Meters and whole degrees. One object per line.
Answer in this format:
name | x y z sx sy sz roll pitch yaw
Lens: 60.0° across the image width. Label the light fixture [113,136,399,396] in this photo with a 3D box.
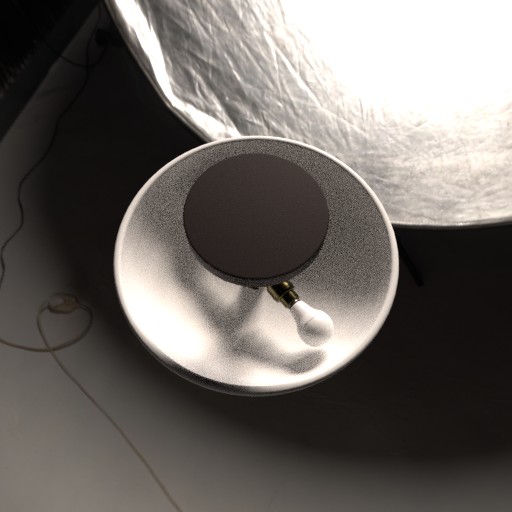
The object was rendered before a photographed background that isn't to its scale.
light fixture | 0.000 0.000 0.537 0.331 0.212 0.331 0 65 0
